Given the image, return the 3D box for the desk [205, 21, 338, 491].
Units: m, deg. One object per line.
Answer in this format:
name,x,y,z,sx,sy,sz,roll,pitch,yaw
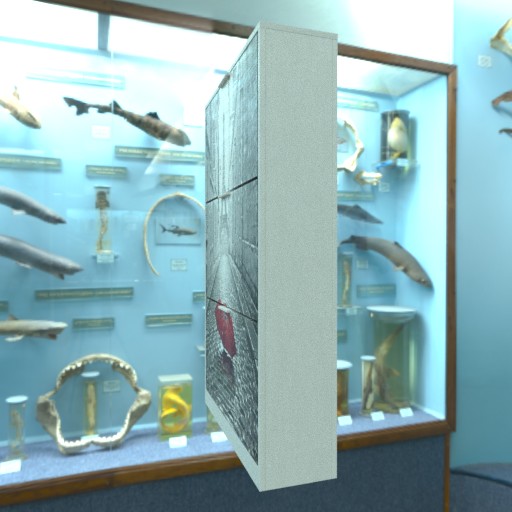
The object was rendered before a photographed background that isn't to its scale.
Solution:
desk,0.000,0.000,1.595,0.250,1.280,0.750,0,1,-18
